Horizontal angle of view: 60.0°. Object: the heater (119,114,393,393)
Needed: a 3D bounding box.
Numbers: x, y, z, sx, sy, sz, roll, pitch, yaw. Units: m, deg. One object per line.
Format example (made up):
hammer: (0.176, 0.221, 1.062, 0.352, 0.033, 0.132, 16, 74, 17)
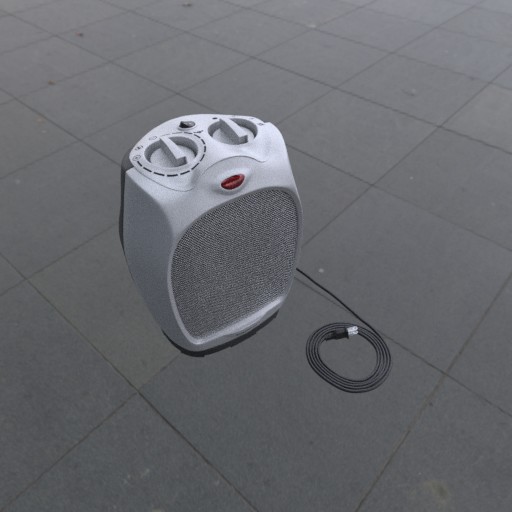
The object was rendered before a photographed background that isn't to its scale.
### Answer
heater: (0.000, 0.000, 0.465, 0.239, 0.255, 0.291, -25, 51, -22)
